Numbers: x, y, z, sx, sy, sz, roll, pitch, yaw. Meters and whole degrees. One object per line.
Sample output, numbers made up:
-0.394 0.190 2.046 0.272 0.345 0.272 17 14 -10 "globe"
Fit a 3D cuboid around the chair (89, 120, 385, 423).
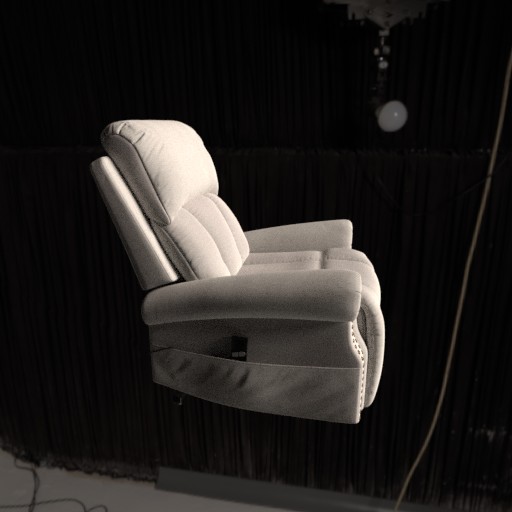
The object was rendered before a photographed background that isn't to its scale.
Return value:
0.000 0.000 1.759 0.979 1.031 0.871 3 17 9 "chair"
